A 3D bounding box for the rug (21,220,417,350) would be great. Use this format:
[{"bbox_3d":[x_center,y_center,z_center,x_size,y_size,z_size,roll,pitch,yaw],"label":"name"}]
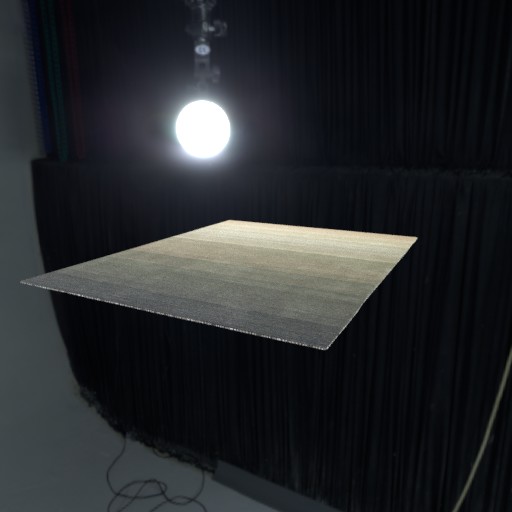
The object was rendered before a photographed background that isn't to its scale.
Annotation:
[{"bbox_3d":[0.000,0.000,3.932,2.315,0.015,2.932,7,16,27],"label":"rug"}]
